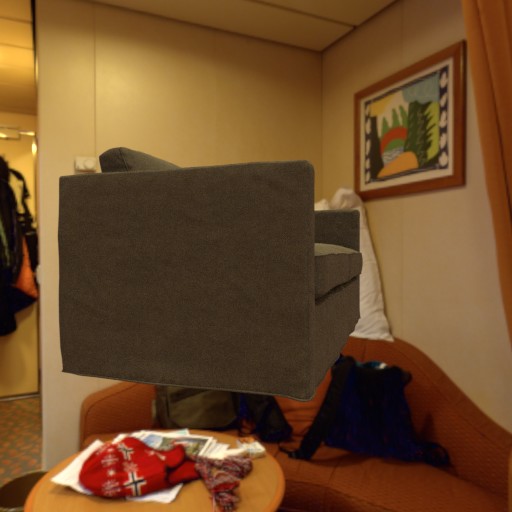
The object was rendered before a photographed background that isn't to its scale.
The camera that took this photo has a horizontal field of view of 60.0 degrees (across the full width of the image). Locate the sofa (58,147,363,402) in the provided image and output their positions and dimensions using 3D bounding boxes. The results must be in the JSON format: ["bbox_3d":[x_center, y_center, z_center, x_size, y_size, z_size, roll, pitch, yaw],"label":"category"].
[{"bbox_3d":[0.000,0.000,2.308,0.974,0.854,1.802,0,1,18],"label":"sofa"}]
